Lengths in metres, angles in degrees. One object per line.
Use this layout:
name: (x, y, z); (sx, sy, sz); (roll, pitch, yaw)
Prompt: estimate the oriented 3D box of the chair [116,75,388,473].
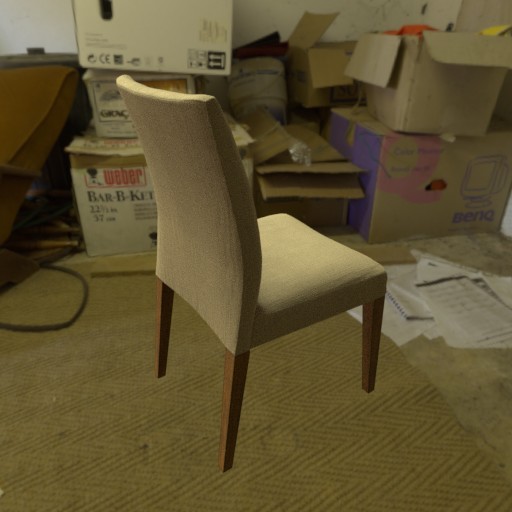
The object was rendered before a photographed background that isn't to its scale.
chair: (0.000, 0.000, 1.240); (0.585, 0.940, 0.496); (-18, 33, -30)
